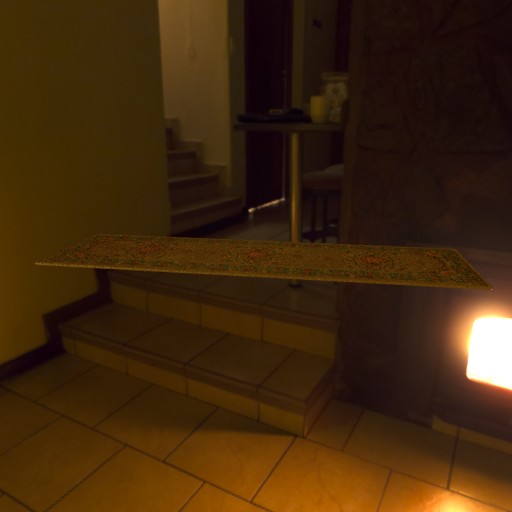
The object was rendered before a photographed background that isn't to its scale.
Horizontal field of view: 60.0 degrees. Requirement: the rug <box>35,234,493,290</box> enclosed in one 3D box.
[{"bbox_3d":[0.000,0.000,2.505,2.297,0.019,0.659,3,17,9],"label":"rug"}]
